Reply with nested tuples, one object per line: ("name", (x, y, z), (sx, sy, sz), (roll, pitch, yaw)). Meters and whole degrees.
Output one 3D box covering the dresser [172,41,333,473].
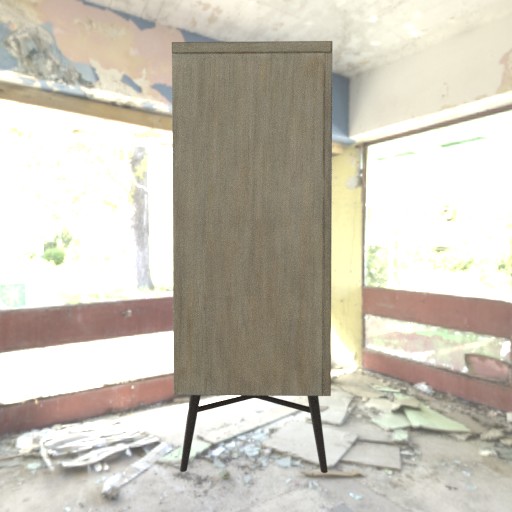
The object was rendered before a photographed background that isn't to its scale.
("dresser", (0.000, 0.000, 1.755), (0.457, 1.219, 1.016), (0, 2, 1))
